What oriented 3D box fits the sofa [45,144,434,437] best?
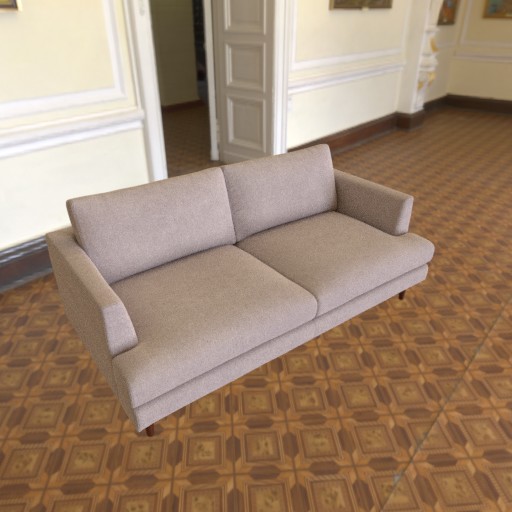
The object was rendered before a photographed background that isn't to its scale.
[{"bbox_3d":[0.000,0.000,2.498,1.948,0.868,1.020,-20,35,-31],"label":"sofa"}]
